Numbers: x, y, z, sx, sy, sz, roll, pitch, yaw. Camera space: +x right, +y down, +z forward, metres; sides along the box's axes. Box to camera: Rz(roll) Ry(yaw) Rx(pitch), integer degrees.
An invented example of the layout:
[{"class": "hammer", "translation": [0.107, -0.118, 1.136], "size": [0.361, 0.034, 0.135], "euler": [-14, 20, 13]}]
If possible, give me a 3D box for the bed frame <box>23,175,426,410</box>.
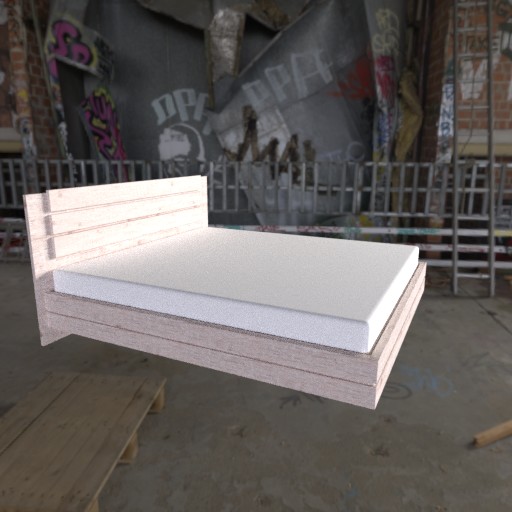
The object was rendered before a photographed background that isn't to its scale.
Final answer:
[{"class": "bed frame", "translation": [0.000, 0.000, 3.104], "size": [2.080, 0.970, 1.950], "euler": [7, 15, 26]}]
